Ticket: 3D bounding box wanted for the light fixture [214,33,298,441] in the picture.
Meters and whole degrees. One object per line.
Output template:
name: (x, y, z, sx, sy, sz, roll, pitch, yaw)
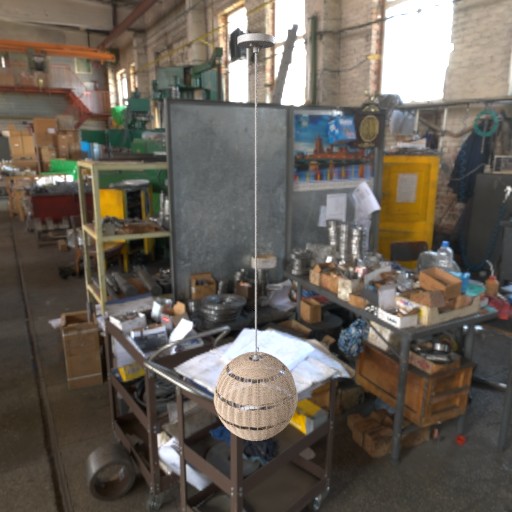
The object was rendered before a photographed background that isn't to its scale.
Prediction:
light fixture: (0.000, 0.000, 2.235, 0.457, 2.019, 0.457, 7, 16, 26)
